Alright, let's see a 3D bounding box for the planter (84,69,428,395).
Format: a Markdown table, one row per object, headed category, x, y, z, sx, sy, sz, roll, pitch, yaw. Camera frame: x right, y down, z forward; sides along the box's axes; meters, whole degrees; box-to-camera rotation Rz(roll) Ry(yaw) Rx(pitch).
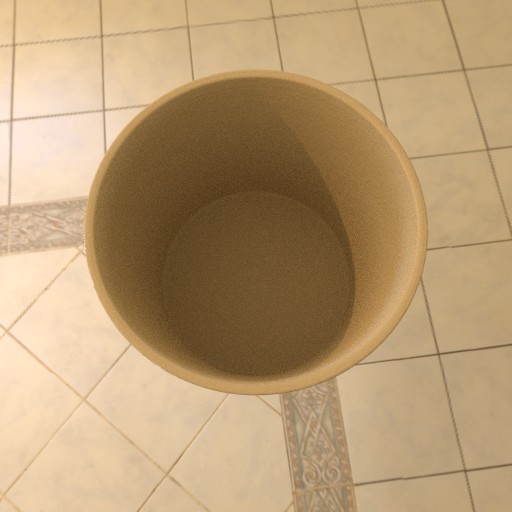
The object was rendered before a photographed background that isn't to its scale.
| category | x | y | z | sx | sy | sz | roll | pitch | yaw |
| --- | --- | --- | --- | --- | --- | --- | --- | --- | --- |
| planter | 0.000 | 0.000 | 0.383 | 0.221 | 0.201 | 0.221 | 0 | 75 | 0 |
